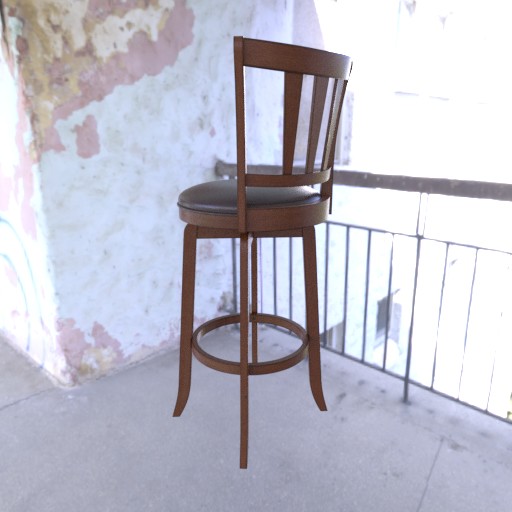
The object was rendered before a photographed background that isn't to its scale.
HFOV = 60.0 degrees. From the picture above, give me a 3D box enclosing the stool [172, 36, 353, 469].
[{"bbox_3d":[0.000,0.000,1.410,0.464,1.177,0.503,-15,22,-43],"label":"stool"}]
